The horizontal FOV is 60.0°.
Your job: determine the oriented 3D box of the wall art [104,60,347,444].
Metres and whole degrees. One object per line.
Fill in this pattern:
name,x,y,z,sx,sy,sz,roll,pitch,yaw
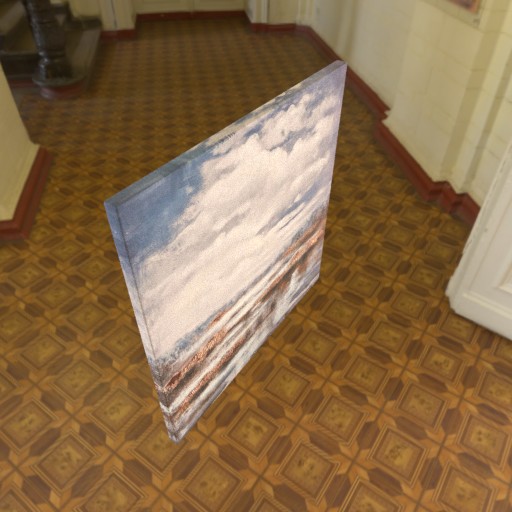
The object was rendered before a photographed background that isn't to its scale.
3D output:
wall art,0.000,0.000,1.524,0.040,1.020,1.010,25,48,25
